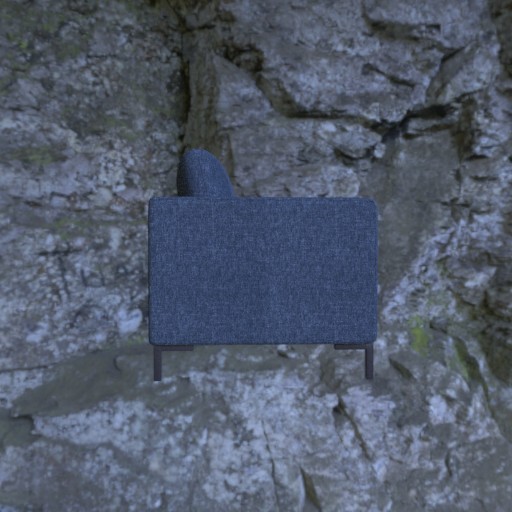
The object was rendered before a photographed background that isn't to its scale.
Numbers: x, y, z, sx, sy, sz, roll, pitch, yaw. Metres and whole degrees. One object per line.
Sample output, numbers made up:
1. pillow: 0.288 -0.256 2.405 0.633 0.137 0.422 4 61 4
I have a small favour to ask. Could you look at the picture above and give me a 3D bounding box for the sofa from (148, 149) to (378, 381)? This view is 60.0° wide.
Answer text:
1. sofa: 0.000 0.000 2.701 0.859 0.874 2.218 0 1 -2
